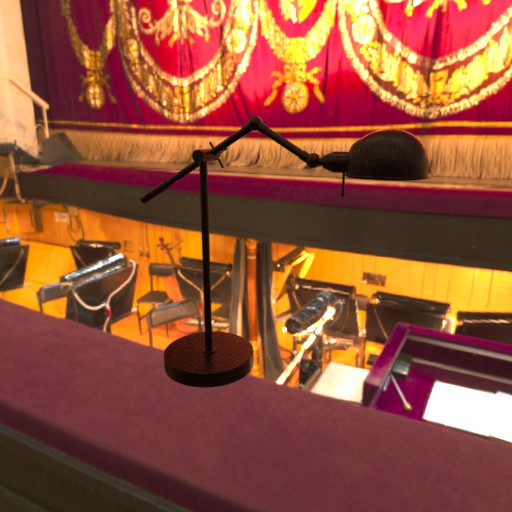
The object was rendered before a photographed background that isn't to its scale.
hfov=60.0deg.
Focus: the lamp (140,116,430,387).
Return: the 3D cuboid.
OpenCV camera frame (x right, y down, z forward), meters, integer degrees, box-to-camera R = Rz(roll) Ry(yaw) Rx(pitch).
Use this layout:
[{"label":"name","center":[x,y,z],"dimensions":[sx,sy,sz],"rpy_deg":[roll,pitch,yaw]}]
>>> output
[{"label":"lamp","center":[0.000,0.000,0.817],"dimensions":[0.567,0.495,0.185],"rpy_deg":[8,17,26]}]
